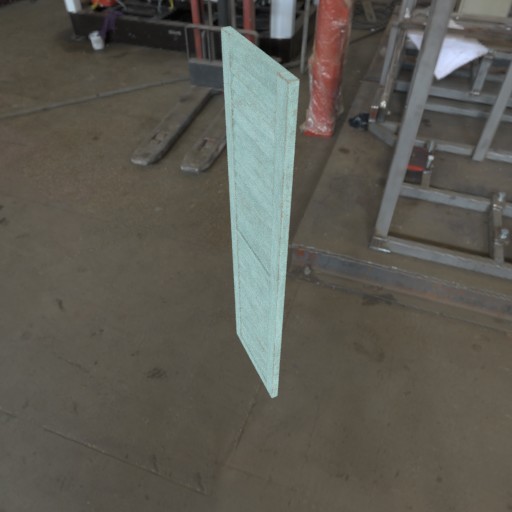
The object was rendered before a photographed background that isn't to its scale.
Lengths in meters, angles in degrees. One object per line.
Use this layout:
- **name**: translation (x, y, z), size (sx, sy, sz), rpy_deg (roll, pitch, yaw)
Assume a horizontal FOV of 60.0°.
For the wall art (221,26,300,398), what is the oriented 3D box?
- **wall art**: translation (0.000, 0.000, 1.363), size (0.025, 1.219, 0.329), rpy_deg (-19, 48, -18)
